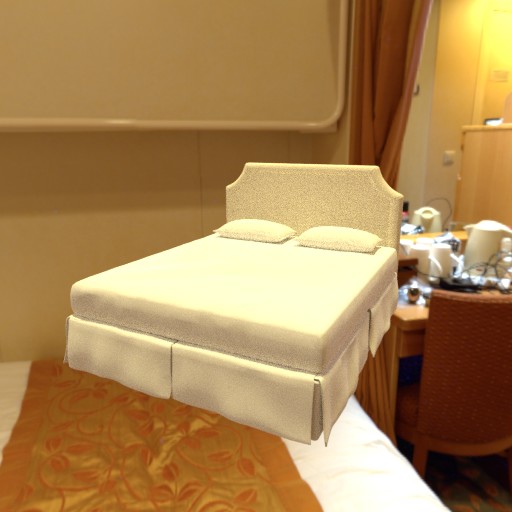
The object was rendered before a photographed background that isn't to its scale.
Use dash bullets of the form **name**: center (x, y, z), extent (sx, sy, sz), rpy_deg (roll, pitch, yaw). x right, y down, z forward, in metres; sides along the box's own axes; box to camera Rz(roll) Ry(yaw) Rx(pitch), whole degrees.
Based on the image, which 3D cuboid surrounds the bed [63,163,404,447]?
- **bed**: center (0.000, 0.000, 4.225), extent (2.350, 1.590, 2.773), rpy_deg (7, 16, 26)
